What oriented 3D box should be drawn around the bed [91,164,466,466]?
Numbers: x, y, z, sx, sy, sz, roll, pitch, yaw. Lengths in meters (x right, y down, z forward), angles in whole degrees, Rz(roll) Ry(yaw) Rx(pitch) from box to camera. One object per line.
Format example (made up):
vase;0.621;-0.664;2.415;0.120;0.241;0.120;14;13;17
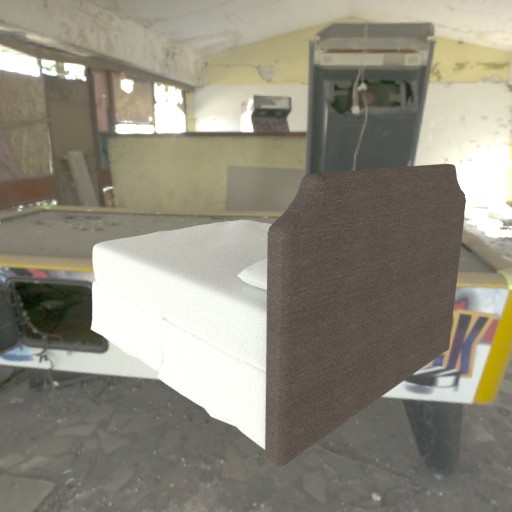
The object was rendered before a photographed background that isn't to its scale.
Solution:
bed;0.000;0.000;3.082;1.693;1.290;2.116;-13;20;-41
